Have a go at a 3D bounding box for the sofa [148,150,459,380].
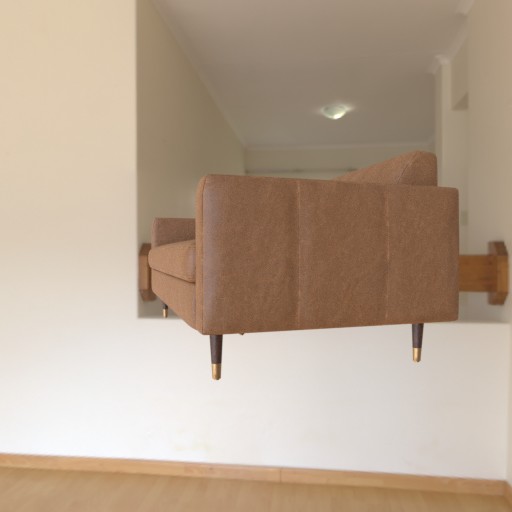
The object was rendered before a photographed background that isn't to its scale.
[{"bbox_3d":[0.000,0.000,2.326,0.993,0.821,1.847,0,0,-18],"label":"sofa"}]
